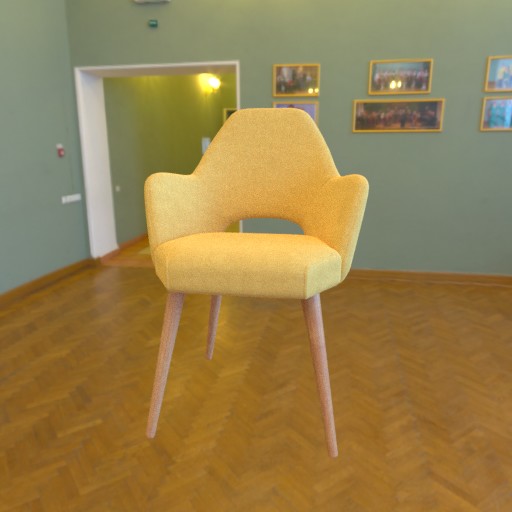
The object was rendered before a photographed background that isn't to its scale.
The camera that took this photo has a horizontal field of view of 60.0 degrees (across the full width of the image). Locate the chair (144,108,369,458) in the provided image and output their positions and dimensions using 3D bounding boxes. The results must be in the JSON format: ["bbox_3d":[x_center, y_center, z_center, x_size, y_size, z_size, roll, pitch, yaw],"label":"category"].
[{"bbox_3d":[0.000,0.000,1.254,0.590,0.840,0.610,2,14,9],"label":"chair"}]
